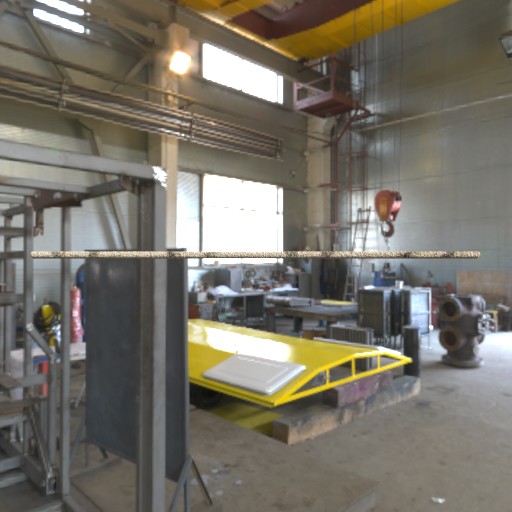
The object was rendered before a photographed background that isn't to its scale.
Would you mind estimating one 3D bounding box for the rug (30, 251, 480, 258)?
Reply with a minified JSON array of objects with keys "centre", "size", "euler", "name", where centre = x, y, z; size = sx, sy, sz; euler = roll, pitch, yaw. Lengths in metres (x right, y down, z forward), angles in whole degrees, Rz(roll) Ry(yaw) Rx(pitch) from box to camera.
[{"centre":[0.000,0.000,2.162],"size":[1.600,0.025,1.200],"euler":[0,0,1],"name":"rug"}]
